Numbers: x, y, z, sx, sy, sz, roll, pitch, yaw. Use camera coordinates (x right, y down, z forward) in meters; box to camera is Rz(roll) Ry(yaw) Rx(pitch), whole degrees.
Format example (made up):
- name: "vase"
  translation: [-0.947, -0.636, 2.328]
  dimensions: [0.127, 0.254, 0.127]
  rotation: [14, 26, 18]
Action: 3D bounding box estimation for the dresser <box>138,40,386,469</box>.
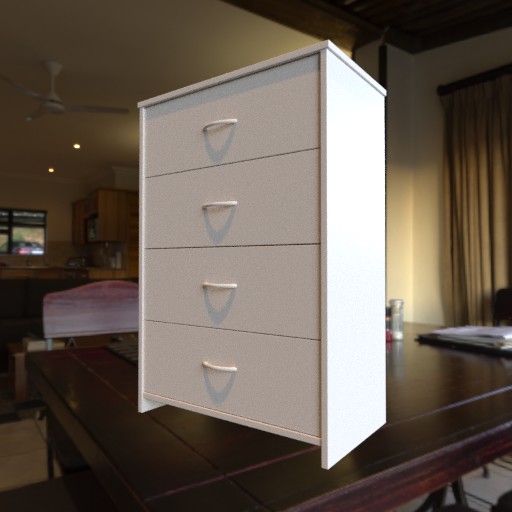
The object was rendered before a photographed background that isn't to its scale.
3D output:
- name: "dresser"
  translation: [0.000, 0.000, 1.407]
  dimensions: [0.704, 1.021, 0.401]
  rotation: [-1, -1, 36]
